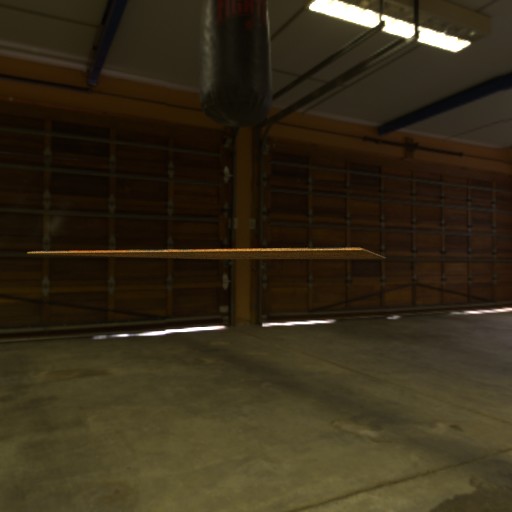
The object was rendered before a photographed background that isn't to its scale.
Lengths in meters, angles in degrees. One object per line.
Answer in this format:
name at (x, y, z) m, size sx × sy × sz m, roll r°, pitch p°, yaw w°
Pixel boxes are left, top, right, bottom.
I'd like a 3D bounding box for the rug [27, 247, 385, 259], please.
rug at (0.000, 0.000, 3.819) m, size 2.043 × 0.019 × 2.916 m, roll 0°, pitch -1°, yaw 18°
